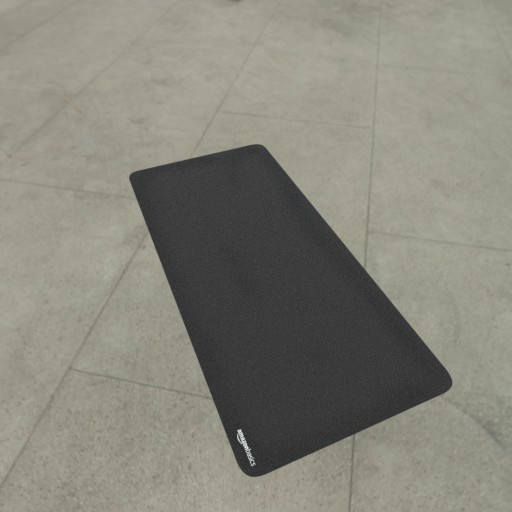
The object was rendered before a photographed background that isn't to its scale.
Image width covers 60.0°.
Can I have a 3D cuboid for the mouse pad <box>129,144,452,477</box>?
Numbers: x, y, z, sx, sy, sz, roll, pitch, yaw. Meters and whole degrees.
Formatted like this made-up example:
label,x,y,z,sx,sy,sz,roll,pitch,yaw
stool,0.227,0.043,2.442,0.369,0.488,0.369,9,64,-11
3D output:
label,x,y,z,sx,sy,sz,roll,pitch,yaw
mouse pad,0.000,0.000,1.045,0.424,0.003,0.907,-17,48,-16
